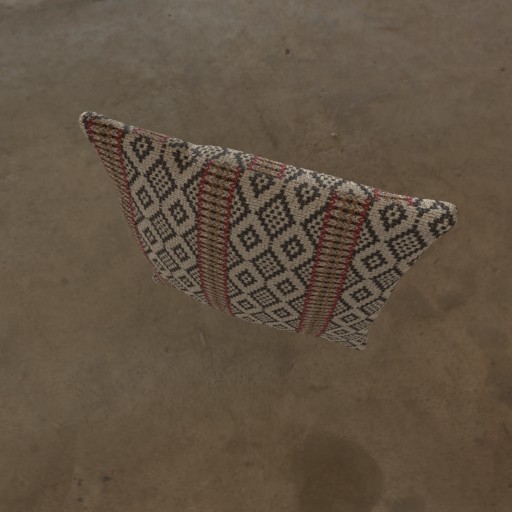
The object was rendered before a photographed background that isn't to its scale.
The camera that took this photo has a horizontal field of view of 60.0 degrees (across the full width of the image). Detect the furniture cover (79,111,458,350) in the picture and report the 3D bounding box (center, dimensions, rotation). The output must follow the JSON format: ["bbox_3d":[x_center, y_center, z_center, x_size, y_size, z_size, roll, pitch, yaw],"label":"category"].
[{"bbox_3d":[0.000,0.000,0.777,0.503,0.506,0.182,17,63,9],"label":"furniture cover"}]
